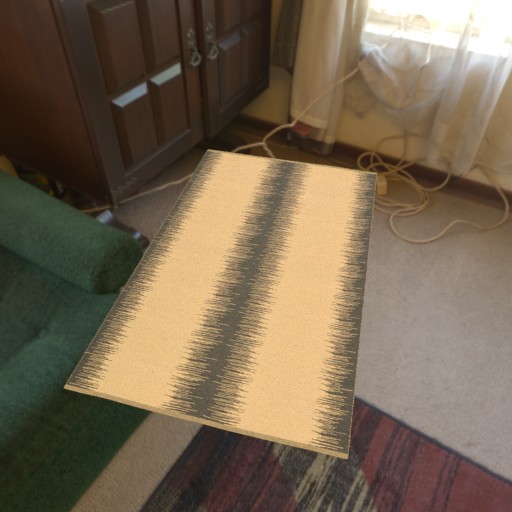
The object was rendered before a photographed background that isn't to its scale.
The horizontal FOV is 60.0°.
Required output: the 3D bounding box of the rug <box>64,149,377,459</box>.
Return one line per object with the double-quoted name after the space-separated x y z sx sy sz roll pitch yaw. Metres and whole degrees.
0.000 0.000 3.084 1.519 0.003 2.453 10 46 10 "rug"
